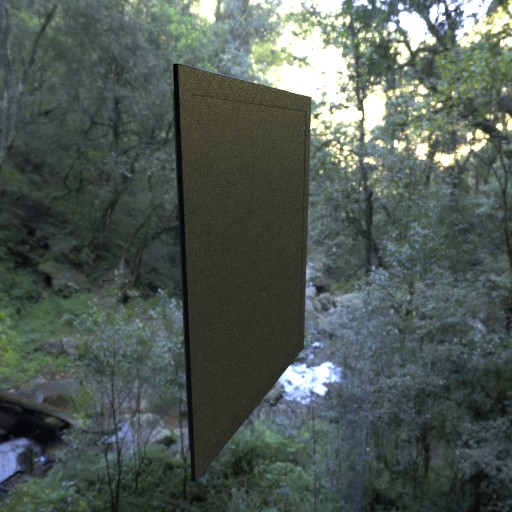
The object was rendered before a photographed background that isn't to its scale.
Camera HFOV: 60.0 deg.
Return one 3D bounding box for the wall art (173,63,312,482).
[{"bbox_3d":[0.000,0.000,0.632,0.023,0.457,0.381,7,17,25],"label":"wall art"}]
